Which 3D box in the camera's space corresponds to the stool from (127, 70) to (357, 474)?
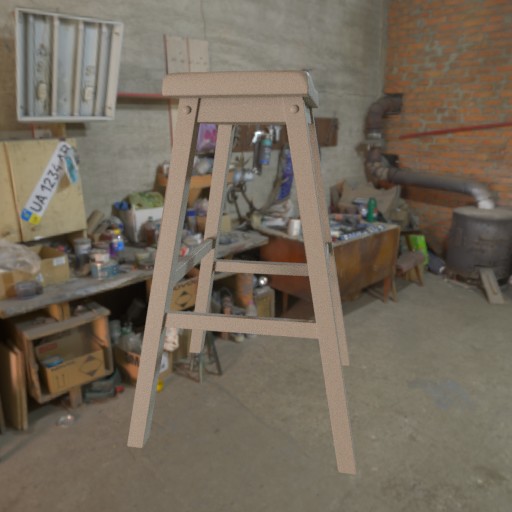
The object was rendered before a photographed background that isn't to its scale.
[{"bbox_3d":[0.000,0.000,1.020,0.476,0.737,0.457,3,16,9],"label":"stool"}]
